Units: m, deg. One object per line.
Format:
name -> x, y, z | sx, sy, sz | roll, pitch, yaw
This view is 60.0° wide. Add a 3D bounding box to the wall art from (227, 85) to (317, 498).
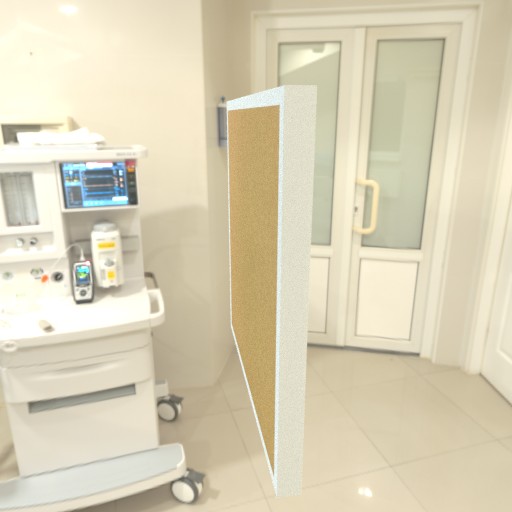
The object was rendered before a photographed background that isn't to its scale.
wall art -> 0.000, 0.000, 0.452 | 0.020, 0.307, 0.307 | -3, 18, -9
